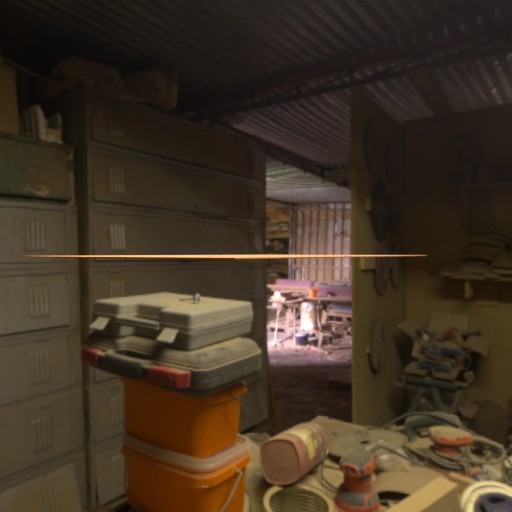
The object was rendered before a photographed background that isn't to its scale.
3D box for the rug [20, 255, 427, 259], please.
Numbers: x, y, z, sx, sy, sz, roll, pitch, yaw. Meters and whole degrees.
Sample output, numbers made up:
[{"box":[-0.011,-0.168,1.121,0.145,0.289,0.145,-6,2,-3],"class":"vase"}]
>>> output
[{"box":[0.000,0.000,2.895,1.524,0.006,2.285,0,0,37],"class":"rug"}]
